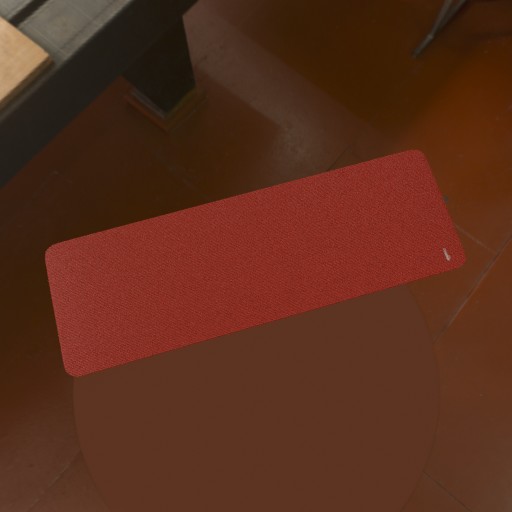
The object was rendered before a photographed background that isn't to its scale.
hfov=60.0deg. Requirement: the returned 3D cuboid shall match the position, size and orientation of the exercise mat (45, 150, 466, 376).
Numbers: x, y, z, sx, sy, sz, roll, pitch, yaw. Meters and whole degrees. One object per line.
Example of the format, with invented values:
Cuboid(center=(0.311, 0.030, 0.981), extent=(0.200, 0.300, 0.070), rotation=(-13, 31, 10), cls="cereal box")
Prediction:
Cuboid(center=(0.000, 0.000, 2.038), extent=(1.869, 0.021, 0.616), rotation=(-15, 76, -4), cls="exercise mat")
